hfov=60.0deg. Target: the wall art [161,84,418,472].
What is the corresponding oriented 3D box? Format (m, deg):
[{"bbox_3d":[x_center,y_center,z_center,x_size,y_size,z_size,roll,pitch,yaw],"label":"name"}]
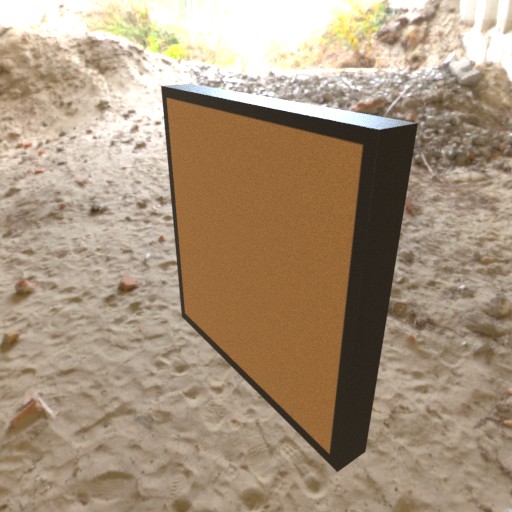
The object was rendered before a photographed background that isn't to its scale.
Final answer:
[{"bbox_3d":[0.000,0.000,0.452,0.038,0.304,0.304,-18,32,-32],"label":"wall art"}]
